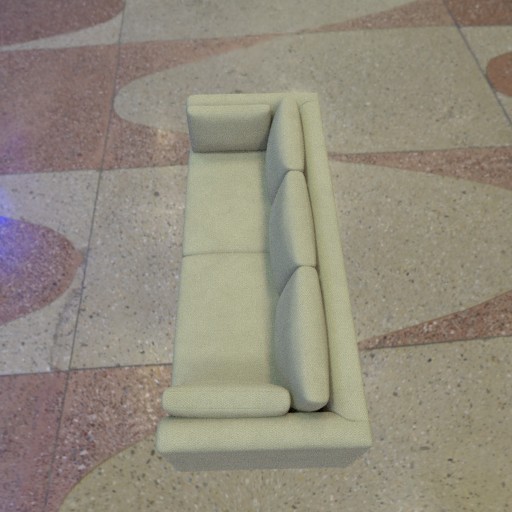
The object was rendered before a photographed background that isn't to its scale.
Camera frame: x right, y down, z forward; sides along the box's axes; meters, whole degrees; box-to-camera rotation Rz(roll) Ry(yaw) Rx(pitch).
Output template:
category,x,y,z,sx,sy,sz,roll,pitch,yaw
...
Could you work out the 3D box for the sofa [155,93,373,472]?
category,x,y,z,sx,sy,sz,roll,pitch,yaw
sofa,0.000,0.000,2.844,0.969,0.867,2.415,-1,57,-1
